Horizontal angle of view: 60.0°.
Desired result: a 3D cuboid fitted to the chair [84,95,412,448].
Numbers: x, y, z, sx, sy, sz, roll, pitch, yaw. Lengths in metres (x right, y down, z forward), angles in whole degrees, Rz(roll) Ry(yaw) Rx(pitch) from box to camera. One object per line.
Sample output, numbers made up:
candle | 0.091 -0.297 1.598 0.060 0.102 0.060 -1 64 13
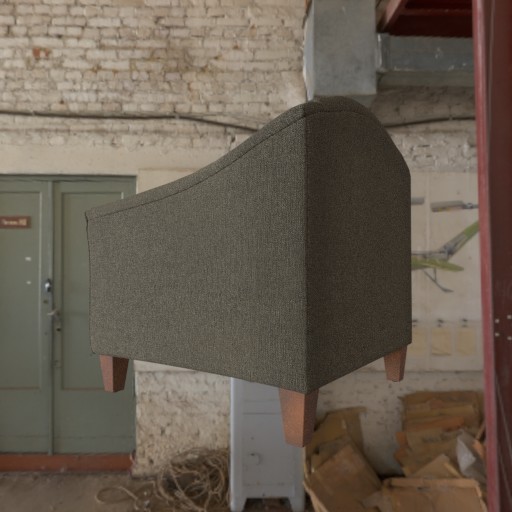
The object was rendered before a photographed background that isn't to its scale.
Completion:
chair | 0.000 0.000 1.432 0.787 0.839 0.763 -1 -2 35
